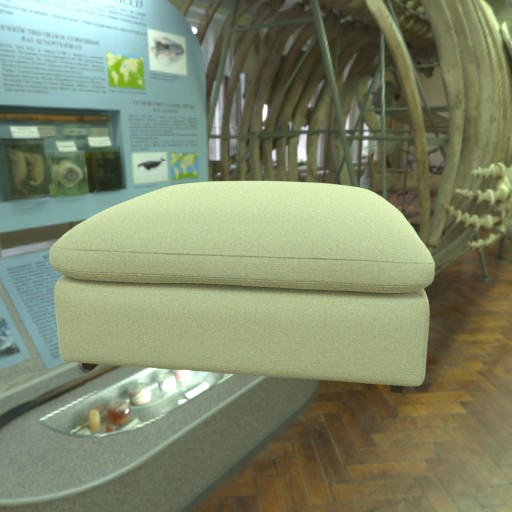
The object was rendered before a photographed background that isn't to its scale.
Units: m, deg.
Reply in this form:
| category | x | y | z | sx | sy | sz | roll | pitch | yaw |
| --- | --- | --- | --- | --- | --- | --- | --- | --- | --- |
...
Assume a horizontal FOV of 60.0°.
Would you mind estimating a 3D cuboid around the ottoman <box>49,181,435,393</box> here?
| category | x | y | z | sx | sy | sz | roll | pitch | yaw |
| --- | --- | --- | --- | --- | --- | --- | --- | --- | --- |
| ottoman | 0.000 | 0.000 | 1.532 | 0.977 | 0.467 | 0.996 | 2 | 16 | 7 |
